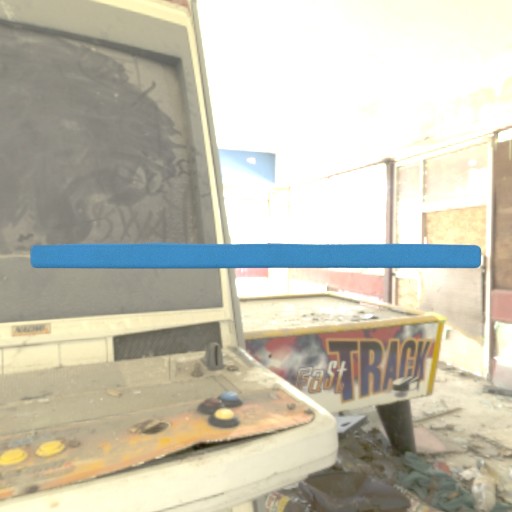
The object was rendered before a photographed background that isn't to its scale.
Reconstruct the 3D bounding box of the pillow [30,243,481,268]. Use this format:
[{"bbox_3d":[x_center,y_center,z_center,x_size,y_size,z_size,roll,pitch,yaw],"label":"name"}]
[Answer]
[{"bbox_3d":[0.000,0.000,1.355,1.187,0.081,0.492,0,2,0],"label":"pillow"}]
